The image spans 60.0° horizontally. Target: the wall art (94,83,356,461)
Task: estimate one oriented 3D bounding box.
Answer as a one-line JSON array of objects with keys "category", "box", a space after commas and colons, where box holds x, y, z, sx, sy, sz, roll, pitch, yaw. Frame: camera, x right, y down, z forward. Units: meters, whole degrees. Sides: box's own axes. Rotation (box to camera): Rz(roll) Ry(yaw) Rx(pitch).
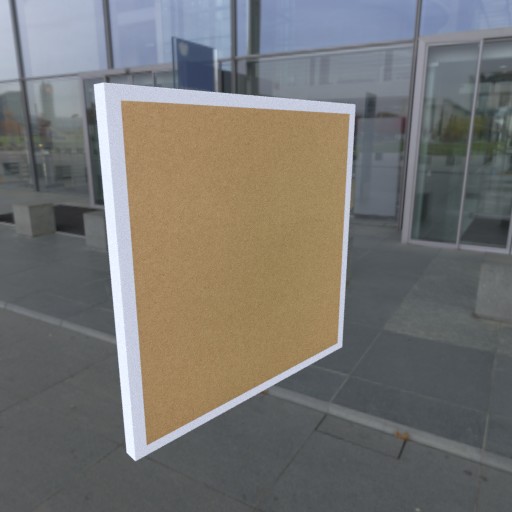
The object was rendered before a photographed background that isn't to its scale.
[{"category": "wall art", "box": [0.000, 0.000, 1.123, 0.763, 0.761, 0.038, -14, 21, -43]}]
